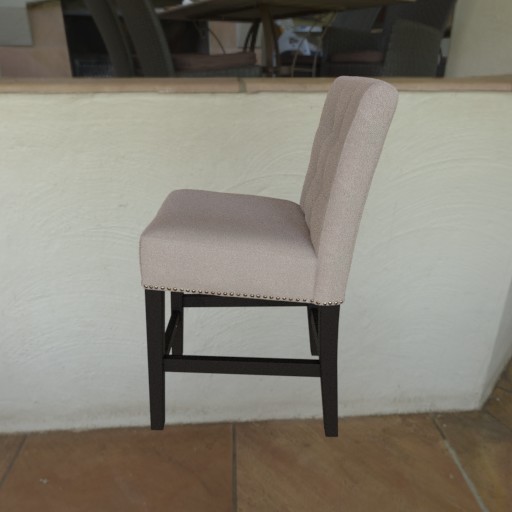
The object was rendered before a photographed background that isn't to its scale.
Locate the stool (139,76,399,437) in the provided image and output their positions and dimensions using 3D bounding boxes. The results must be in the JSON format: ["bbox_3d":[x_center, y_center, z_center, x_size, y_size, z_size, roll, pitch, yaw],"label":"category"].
[{"bbox_3d":[0.000,0.000,1.184,0.571,0.885,0.427,0,23,0],"label":"stool"}]
